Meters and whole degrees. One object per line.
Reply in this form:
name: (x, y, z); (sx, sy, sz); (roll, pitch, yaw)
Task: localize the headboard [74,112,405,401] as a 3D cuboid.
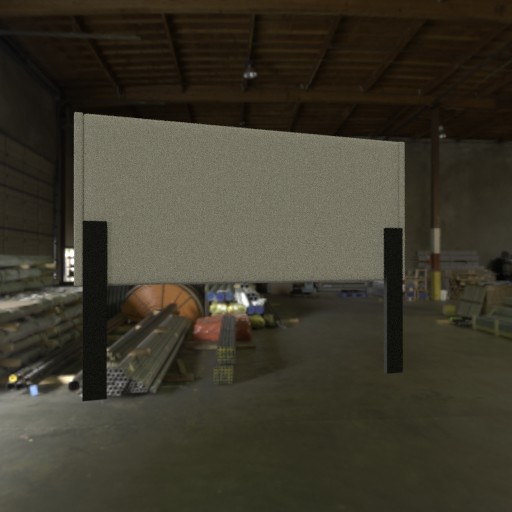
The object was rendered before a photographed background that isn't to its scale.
headboard: (0.000, 0.000, 2.701); (2.051, 1.524, 0.184); (0, 0, -17)
